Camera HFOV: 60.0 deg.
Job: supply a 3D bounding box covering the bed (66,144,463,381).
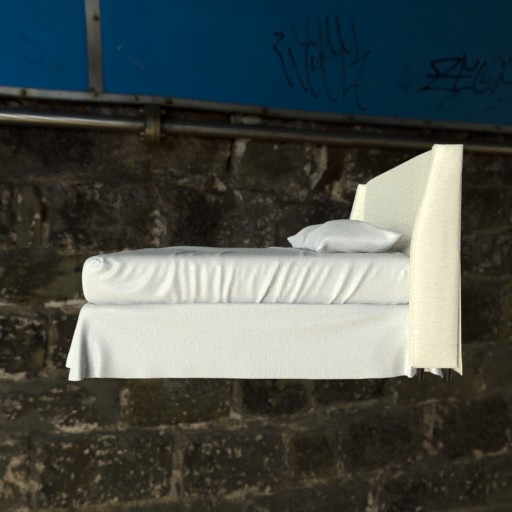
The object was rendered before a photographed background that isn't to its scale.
[{"bbox_3d":[0.000,0.000,3.362,2.276,1.332,1.925,0,2,0],"label":"bed"}]
